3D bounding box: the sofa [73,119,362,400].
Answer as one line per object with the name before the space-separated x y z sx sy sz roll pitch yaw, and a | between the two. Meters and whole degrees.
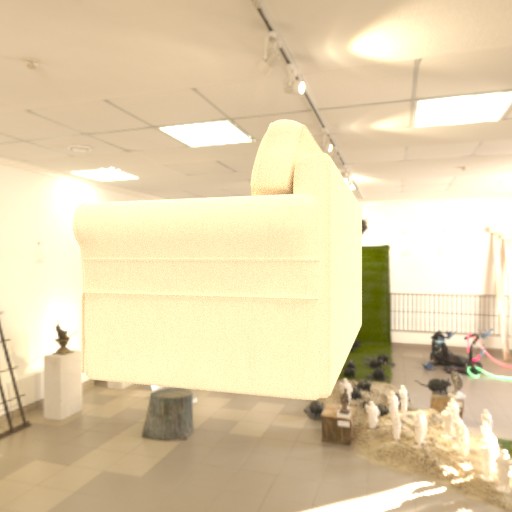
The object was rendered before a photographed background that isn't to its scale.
sofa | 0.000 0.000 2.338 0.991 0.940 1.727 0 0 17
